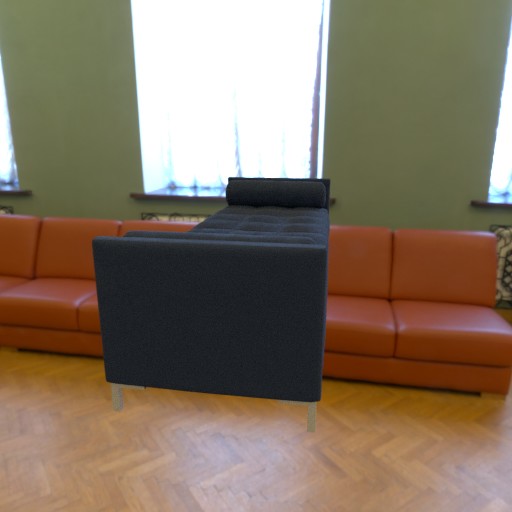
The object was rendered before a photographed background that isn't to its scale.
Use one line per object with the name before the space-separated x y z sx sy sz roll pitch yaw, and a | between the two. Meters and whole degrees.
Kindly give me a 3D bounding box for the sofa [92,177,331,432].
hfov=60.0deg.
sofa | 0.000 0.000 2.461 0.797 0.657 2.102 3 16 9
